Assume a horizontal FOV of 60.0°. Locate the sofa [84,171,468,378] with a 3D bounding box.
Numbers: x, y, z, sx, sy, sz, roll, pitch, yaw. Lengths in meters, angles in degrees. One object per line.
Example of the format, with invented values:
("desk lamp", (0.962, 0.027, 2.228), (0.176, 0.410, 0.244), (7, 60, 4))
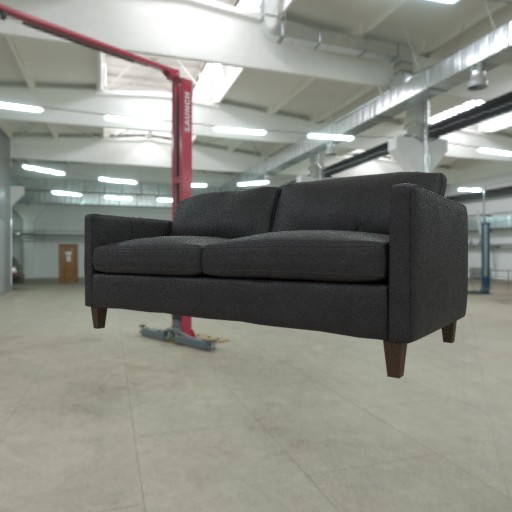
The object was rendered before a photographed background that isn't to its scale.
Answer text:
("sofa", (0.000, 0.000, 2.416), (1.971, 0.863, 0.933), (0, 0, 36))
